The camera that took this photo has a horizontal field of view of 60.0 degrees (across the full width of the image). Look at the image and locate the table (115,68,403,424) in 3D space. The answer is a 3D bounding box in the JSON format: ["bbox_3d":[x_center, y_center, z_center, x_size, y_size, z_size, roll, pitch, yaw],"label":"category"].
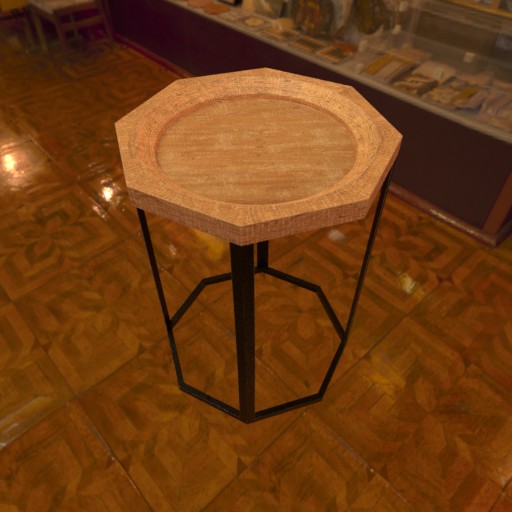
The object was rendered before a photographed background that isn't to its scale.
[{"bbox_3d":[0.000,0.000,0.869,0.437,0.553,0.437,-31,54,-27],"label":"table"}]
